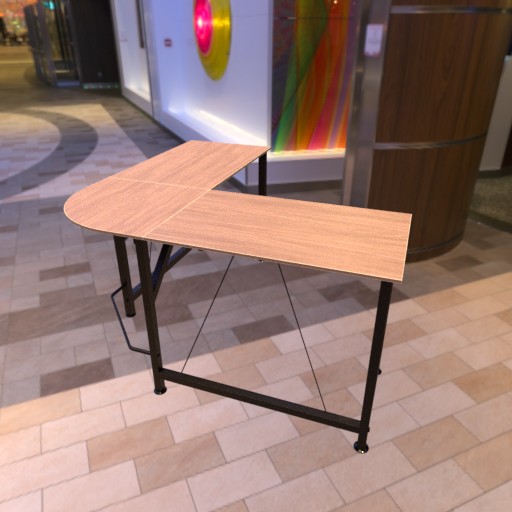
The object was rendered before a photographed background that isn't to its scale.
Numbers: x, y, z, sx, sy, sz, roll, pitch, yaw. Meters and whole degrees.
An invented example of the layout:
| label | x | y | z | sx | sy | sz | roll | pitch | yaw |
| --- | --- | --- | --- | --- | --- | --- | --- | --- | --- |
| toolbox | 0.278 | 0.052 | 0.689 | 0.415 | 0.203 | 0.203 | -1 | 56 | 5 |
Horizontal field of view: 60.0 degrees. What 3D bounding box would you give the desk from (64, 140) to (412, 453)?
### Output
| label | x | y | z | sx | sy | sz | roll | pitch | yaw |
| --- | --- | --- | --- | --- | --- | --- | --- | --- | --- |
| desk | 0.000 | 0.000 | 2.234 | 1.400 | 0.762 | 1.400 | 9 | 29 | 18 |
